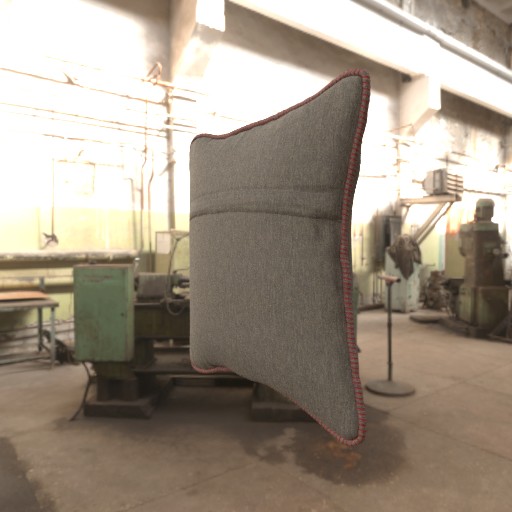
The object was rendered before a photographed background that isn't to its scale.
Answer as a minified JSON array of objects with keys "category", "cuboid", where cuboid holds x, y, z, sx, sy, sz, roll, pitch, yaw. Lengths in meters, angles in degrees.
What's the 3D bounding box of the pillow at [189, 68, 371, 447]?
[{"category":"pillow","cuboid":[0.000,0.000,0.750,0.124,0.491,0.482,-1,2,-35]}]
